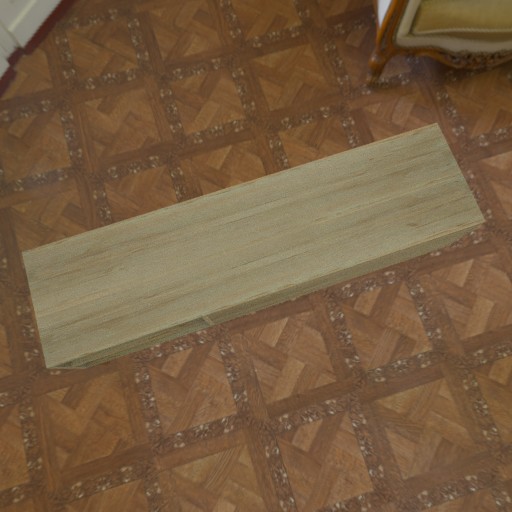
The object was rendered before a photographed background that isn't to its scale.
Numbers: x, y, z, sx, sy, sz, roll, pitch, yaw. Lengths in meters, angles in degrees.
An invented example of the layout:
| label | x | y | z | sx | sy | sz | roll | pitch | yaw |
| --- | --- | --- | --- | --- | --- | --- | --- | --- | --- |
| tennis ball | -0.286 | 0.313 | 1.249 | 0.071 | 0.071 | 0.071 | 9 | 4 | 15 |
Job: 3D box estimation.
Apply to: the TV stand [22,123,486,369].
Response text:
| label | x | y | z | sx | sy | sz | roll | pitch | yaw |
| --- | --- | --- | --- | --- | --- | --- | --- | --- | --- |
| TV stand | 0.000 | 0.000 | 1.843 | 1.600 | 0.550 | 0.420 | -18 | 76 | -5 |
